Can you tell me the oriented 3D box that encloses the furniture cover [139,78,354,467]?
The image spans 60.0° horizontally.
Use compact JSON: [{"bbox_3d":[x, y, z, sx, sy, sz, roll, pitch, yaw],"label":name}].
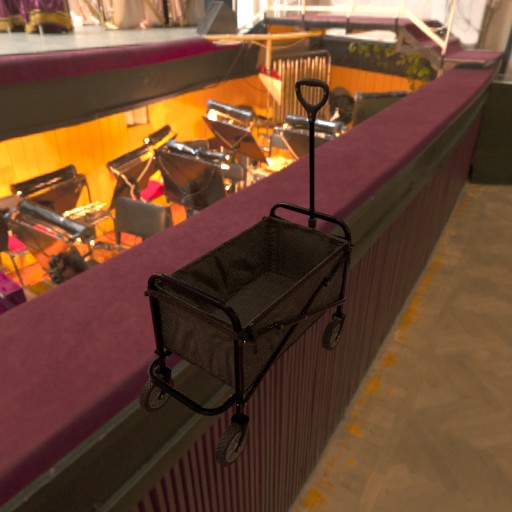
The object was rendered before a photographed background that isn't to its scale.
[{"bbox_3d":[0.000,0.000,1.841,0.532,1.295,1.038,21,36,31],"label":"furniture cover"}]
